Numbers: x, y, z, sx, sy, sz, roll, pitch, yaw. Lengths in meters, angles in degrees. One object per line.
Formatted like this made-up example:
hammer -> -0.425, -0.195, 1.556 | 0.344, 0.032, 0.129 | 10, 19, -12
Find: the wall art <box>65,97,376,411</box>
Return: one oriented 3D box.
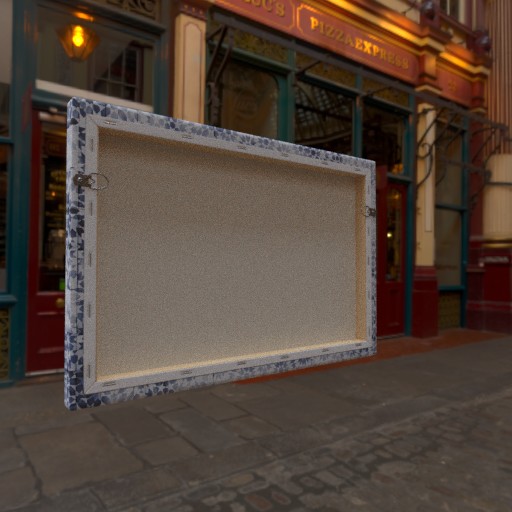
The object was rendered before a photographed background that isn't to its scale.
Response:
wall art -> 0.000, 0.000, 0.760 | 0.608, 0.406, 0.030 | 1, -2, -36
